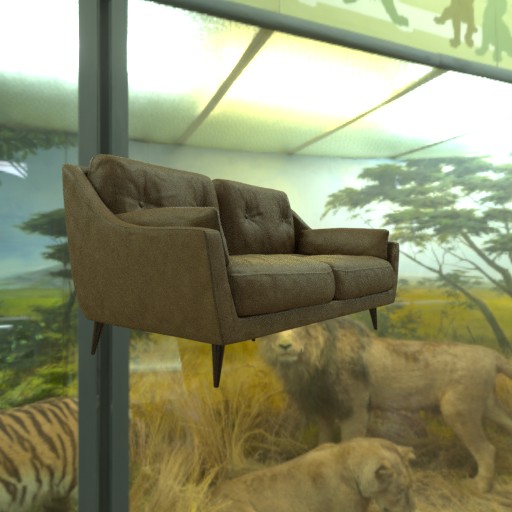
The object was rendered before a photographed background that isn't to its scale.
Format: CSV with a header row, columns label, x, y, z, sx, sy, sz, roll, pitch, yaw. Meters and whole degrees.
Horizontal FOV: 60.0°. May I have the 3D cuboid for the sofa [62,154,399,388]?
label,x,y,z,sx,sy,sz,roll,pitch,yaw
sofa,0.000,0.000,2.289,0.981,0.886,1.731,0,0,37
